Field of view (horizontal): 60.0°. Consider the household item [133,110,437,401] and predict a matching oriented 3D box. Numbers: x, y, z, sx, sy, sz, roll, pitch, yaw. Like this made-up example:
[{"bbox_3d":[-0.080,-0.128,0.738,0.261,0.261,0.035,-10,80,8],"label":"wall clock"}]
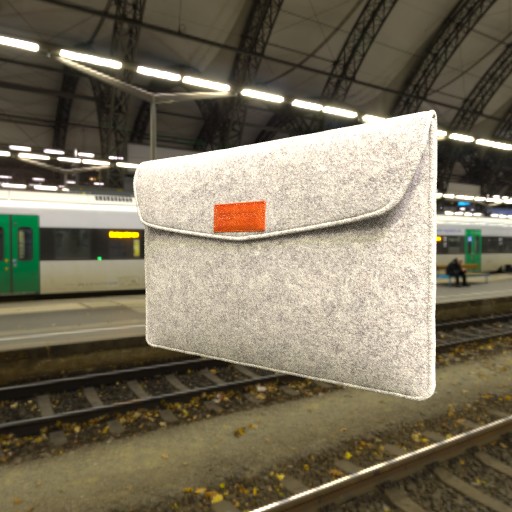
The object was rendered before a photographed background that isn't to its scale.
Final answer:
[{"bbox_3d":[0.000,0.000,0.433,0.335,0.221,0.057,1,1,37],"label":"household item"}]
